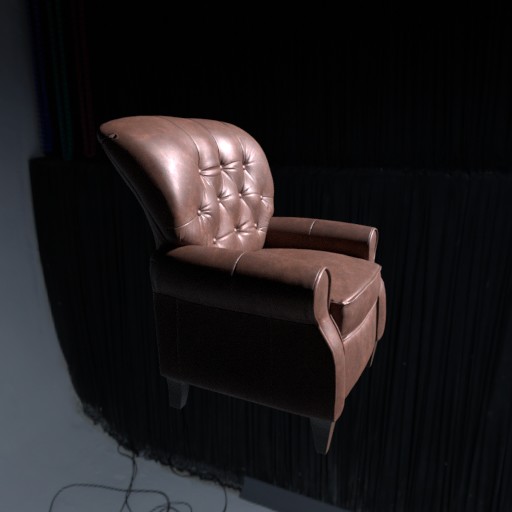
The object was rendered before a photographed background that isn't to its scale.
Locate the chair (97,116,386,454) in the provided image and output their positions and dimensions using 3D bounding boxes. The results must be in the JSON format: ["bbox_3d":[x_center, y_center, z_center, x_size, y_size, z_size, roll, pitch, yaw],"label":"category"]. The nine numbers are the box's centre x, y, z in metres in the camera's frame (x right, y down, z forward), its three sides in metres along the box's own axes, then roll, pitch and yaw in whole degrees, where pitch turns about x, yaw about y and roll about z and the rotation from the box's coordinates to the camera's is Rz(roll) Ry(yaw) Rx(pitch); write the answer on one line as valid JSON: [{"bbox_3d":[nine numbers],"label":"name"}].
[{"bbox_3d":[0.000,0.000,1.916,1.031,1.162,0.979,7,16,26],"label":"chair"}]
